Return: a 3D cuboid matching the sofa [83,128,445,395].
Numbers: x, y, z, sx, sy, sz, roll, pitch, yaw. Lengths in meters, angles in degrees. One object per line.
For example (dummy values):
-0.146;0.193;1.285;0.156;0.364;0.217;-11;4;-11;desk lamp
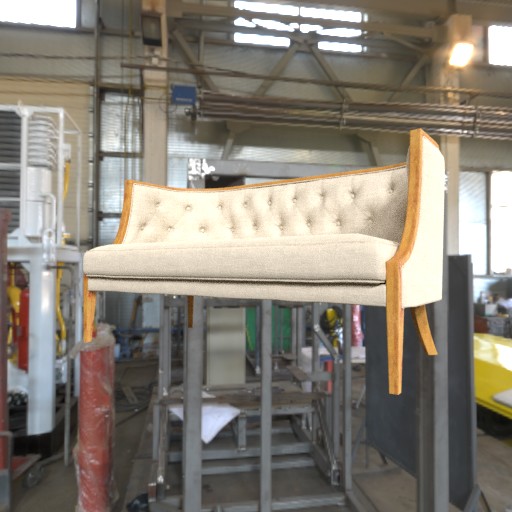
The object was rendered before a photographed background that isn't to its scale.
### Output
0.000;0.000;1.896;1.474;0.775;0.770;-1;-2;36;sofa
